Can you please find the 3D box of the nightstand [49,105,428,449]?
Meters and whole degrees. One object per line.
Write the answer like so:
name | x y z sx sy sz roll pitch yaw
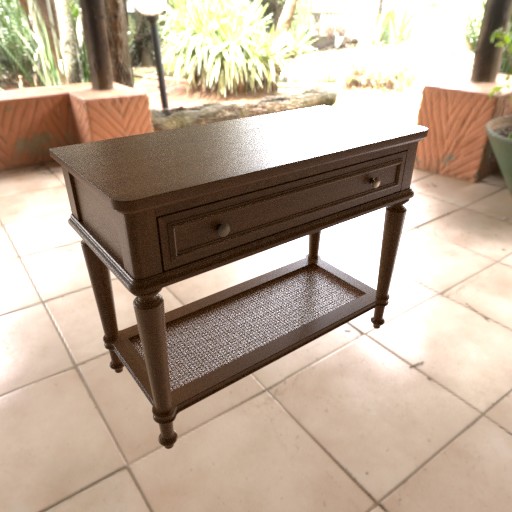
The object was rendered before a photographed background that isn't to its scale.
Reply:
nightstand | 0.000 0.000 1.318 0.914 0.700 0.432 -20 35 -31
